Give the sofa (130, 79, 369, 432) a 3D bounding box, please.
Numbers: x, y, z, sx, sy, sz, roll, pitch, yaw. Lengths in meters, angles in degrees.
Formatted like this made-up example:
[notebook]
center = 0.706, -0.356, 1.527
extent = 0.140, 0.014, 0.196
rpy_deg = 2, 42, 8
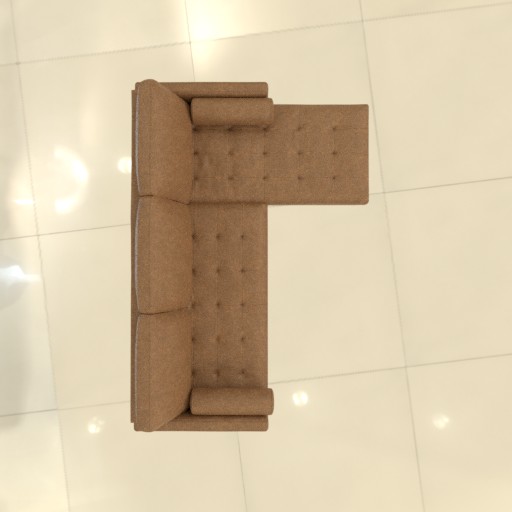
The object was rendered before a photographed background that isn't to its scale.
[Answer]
[sofa]
center = 0.000, 0.000, 2.903
extent = 1.506, 0.876, 2.178
rpy_deg = 0, 89, 0
